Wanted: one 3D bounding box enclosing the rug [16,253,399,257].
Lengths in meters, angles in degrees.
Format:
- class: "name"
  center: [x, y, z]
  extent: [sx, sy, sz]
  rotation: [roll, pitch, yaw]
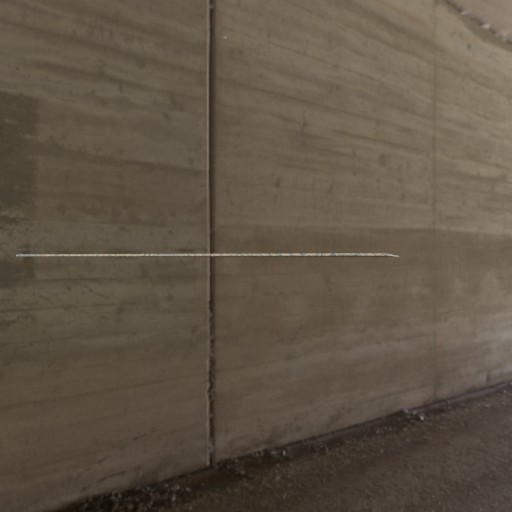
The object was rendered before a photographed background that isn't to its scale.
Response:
- class: "rug"
  center: [0.000, 0.000, 4.091]
  extent: [2.457, 0.015, 3.049]
  rotation: [0, 0, 19]
